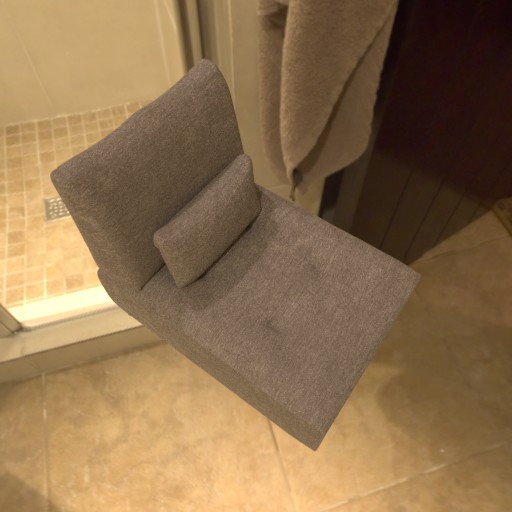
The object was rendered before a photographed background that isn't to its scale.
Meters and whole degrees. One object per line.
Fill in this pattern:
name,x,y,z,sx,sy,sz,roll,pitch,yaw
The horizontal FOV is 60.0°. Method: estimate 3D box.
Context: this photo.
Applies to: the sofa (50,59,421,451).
sofa,0.000,0.000,1.533,1.000,0.820,0.700,31,62,19
